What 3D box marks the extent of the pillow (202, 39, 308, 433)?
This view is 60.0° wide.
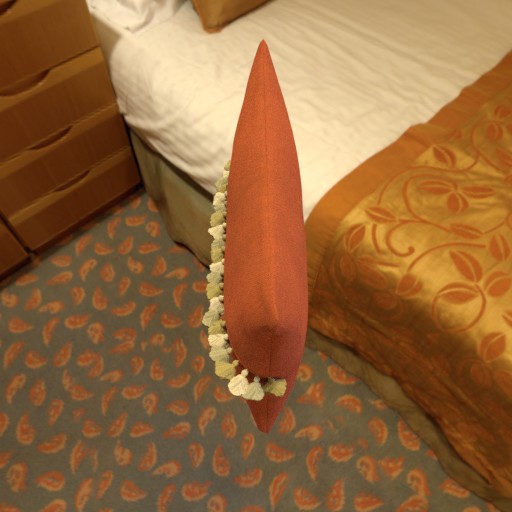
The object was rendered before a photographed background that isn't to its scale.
[{"bbox_3d":[0.000,0.000,0.743,0.165,0.482,0.490,-1,58,0],"label":"pillow"}]
